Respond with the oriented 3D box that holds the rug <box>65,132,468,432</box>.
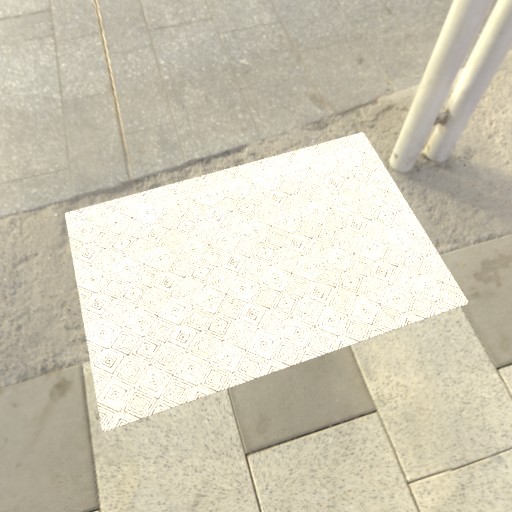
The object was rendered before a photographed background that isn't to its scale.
[{"bbox_3d":[0.000,0.000,2.279,1.783,0.008,1.175,-17,63,-9],"label":"rug"}]
